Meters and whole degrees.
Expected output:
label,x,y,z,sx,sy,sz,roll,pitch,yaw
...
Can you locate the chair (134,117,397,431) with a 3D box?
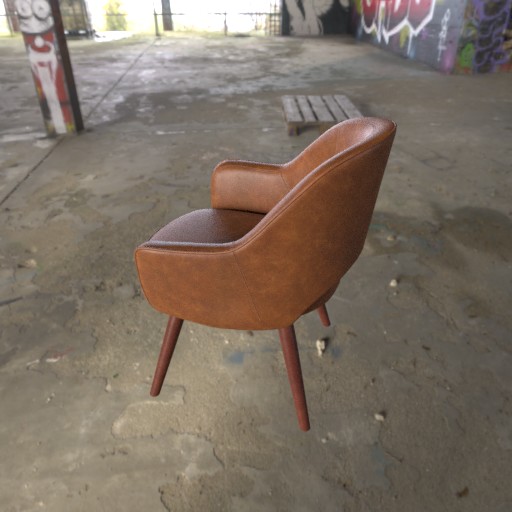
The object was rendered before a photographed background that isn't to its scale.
label,x,y,z,sx,sy,sz,roll,pitch,yaw
chair,0.000,0.000,1.243,0.640,0.777,0.591,8,32,13
